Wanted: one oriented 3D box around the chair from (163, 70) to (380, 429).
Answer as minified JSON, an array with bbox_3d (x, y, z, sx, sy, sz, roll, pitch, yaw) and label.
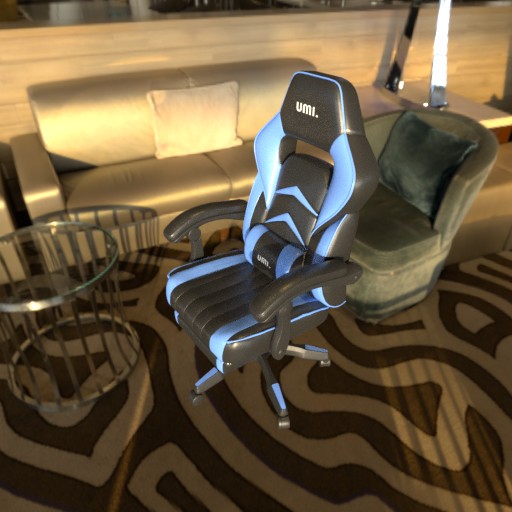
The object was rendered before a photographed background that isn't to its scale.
[{"bbox_3d":[0.000,0.000,1.738,0.700,1.280,0.700,-23,40,-30],"label":"chair"}]
